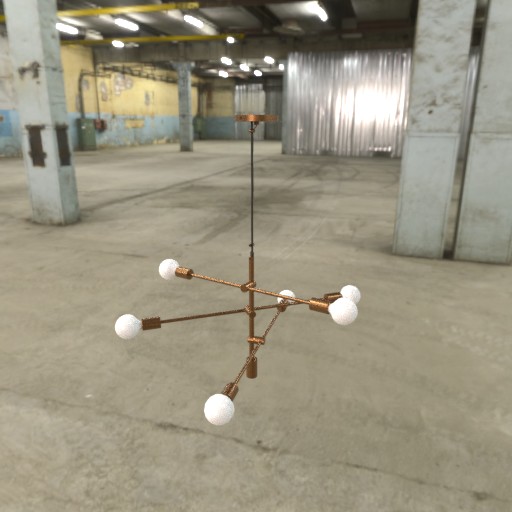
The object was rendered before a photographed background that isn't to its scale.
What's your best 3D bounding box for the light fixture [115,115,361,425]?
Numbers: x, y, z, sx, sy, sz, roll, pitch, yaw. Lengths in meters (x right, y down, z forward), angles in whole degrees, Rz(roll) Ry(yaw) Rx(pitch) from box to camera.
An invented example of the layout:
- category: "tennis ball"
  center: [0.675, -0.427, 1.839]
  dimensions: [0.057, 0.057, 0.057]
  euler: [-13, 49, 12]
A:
- category: "light fixture"
  center: [0.000, 0.000, 1.229]
  dimensions: [0.682, 0.744, 0.637]
  euler: [-15, 22, -43]
